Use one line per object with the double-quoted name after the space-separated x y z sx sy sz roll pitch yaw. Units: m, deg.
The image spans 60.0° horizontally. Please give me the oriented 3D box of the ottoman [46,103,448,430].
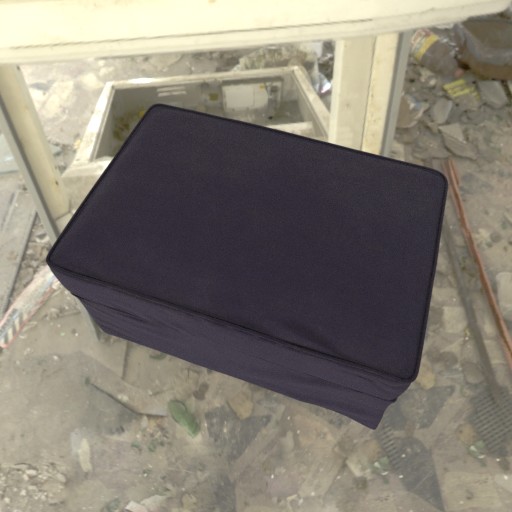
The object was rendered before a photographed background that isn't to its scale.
0.000 0.000 1.313 0.938 0.503 0.637 16 60 10 "ottoman"
